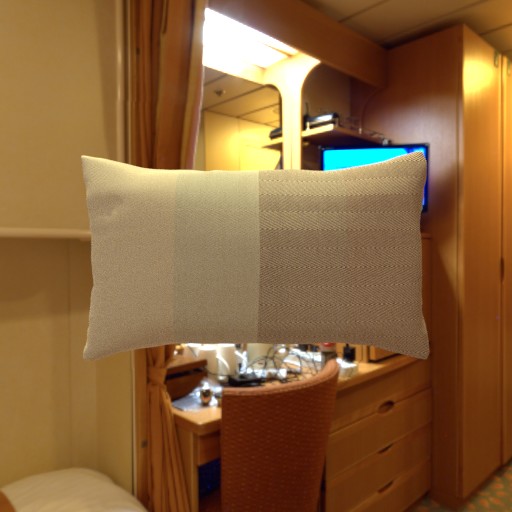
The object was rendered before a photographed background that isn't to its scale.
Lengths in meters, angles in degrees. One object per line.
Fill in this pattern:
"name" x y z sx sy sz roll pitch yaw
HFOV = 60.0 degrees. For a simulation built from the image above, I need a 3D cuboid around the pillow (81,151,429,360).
"pillow" 0.000 0.000 0.647 0.506 0.305 0.139 0 1 0
